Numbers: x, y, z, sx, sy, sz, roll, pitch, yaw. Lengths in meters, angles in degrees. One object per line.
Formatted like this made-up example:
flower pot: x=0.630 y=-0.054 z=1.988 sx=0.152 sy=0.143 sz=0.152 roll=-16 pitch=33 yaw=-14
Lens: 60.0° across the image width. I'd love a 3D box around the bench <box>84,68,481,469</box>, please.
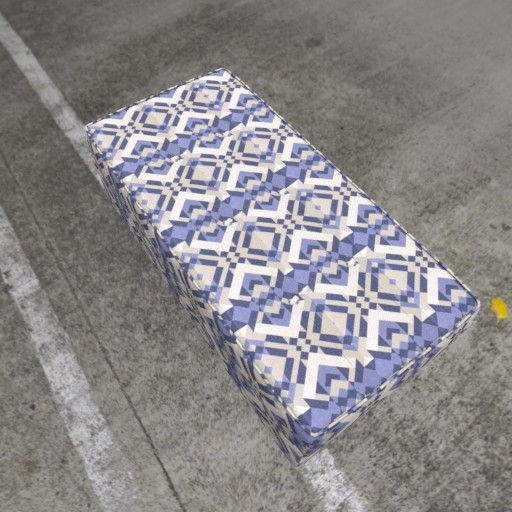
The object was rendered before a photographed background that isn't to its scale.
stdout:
bench: x=0.000 y=0.000 z=1.259 sx=0.492 sy=0.477 sz=1.016 roll=-31 pitch=62 yaw=-18
